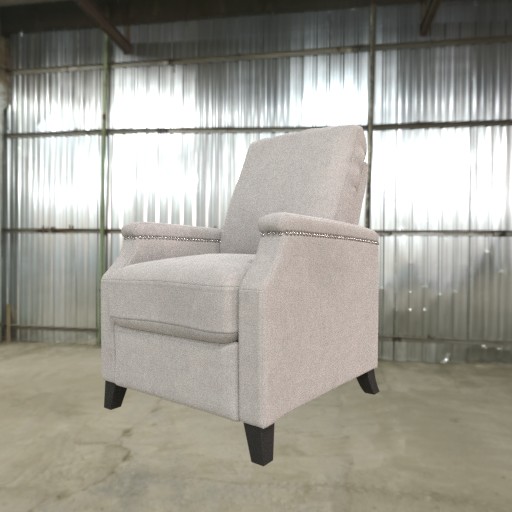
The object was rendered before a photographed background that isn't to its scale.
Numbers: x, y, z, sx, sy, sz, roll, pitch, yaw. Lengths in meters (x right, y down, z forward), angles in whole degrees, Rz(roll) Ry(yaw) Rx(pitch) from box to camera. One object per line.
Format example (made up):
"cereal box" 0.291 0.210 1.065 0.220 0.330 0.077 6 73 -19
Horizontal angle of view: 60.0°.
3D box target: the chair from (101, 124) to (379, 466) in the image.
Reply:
"chair" 0.000 0.000 1.644 0.710 1.049 0.922 1 1 38
